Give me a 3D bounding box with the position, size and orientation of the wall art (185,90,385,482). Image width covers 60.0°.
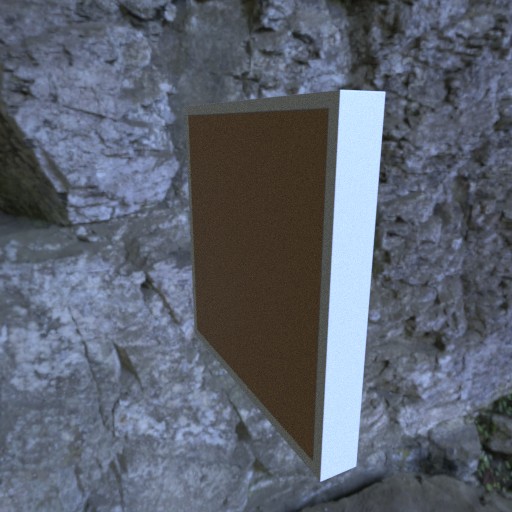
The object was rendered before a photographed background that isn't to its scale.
[{"bbox_3d":[0.000,0.000,0.461,0.038,0.305,0.305,-8,19,-26],"label":"wall art"}]
